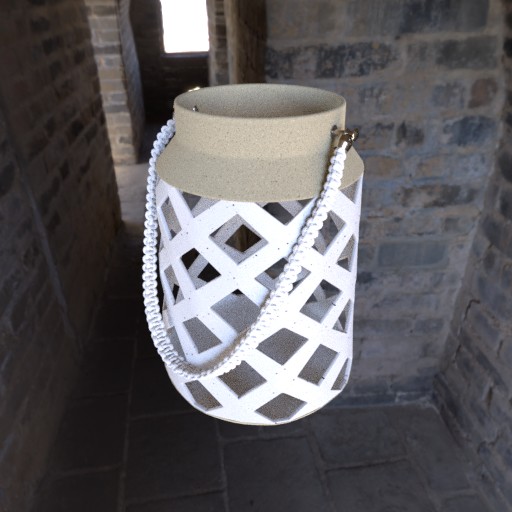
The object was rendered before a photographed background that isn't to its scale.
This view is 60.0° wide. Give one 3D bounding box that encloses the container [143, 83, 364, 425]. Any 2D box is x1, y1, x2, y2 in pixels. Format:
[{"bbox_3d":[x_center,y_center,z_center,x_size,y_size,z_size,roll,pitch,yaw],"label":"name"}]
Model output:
[{"bbox_3d":[0.000,0.000,0.389,0.188,0.264,0.198,19,35,28],"label":"container"}]
